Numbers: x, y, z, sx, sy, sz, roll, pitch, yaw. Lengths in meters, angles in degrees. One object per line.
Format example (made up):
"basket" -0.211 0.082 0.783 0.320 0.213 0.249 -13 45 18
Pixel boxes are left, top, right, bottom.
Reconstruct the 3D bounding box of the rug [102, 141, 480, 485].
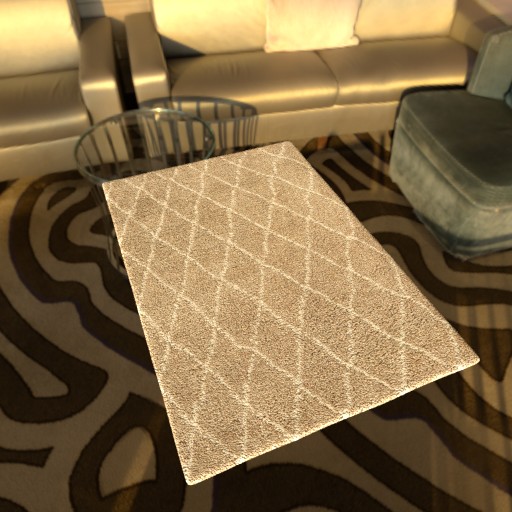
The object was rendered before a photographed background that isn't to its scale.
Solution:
"rug" 0.000 0.000 2.189 1.219 0.030 1.778 -16 48 -15
